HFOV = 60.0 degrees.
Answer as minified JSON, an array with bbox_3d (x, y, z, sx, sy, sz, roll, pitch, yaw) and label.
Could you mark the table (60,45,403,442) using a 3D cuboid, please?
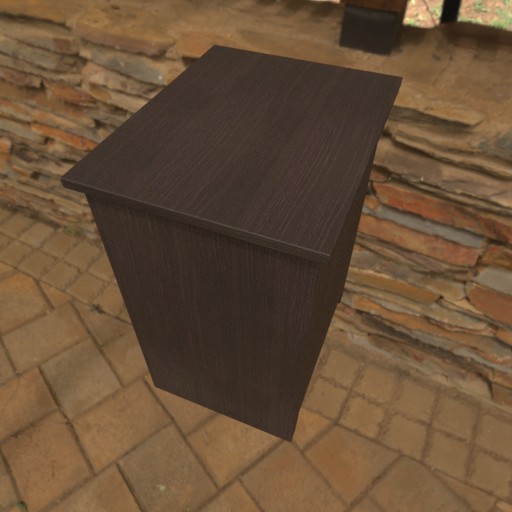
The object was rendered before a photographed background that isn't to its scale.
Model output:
[{"bbox_3d":[0.000,0.000,0.937,0.381,0.635,0.480,17,49,15],"label":"table"}]
